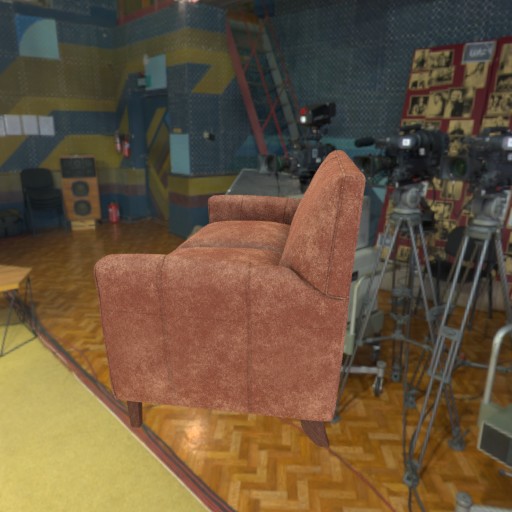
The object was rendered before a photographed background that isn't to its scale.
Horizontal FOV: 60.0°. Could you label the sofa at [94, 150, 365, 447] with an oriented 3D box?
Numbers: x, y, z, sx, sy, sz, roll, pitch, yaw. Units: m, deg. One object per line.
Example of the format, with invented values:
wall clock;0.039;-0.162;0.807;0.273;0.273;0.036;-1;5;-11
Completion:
sofa;0.000;0.000;1.978;0.787;0.871;1.473;2;16;8
